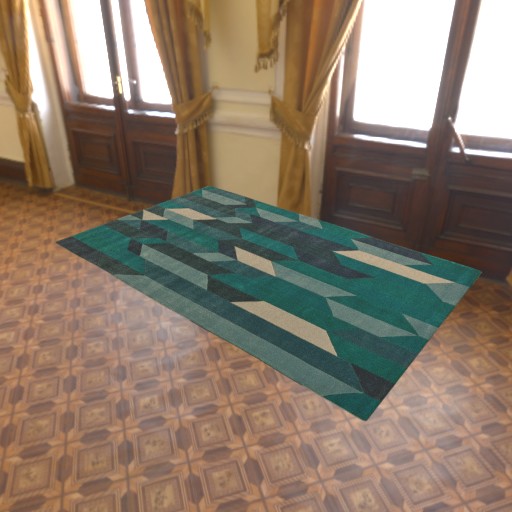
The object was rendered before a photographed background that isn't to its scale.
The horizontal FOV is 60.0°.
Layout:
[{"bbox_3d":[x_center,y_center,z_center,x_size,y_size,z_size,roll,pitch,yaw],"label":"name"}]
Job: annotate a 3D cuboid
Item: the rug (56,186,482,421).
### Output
[{"bbox_3d":[0.000,0.000,2.944,2.420,0.005,1.528,22,36,34],"label":"rug"}]
